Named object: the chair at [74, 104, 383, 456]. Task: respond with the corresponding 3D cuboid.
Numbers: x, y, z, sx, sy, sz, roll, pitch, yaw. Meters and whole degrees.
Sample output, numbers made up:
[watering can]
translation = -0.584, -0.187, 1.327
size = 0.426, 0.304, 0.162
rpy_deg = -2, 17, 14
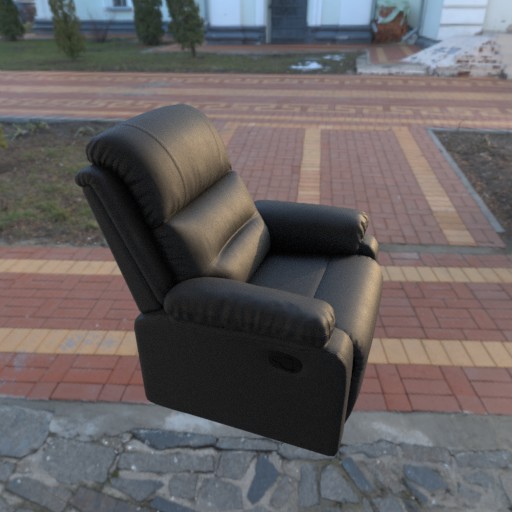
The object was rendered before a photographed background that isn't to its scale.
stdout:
[chair]
translation = 0.000, 0.000, 1.636
size = 0.919, 0.992, 0.855
rpy_deg = 10, 31, 17
